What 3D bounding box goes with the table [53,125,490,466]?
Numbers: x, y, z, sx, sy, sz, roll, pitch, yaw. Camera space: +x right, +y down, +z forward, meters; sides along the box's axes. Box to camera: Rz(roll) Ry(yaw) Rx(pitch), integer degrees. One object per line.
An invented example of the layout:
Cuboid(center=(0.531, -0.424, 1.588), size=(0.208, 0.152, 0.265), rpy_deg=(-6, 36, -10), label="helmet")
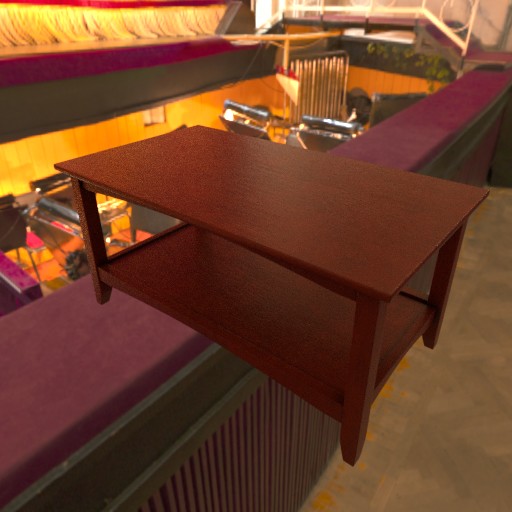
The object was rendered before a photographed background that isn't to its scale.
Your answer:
Cuboid(center=(0.000, 0.000, 1.201), size=(0.943, 0.456, 0.533), rpy_deg=(22, 37, 33), label="table")
